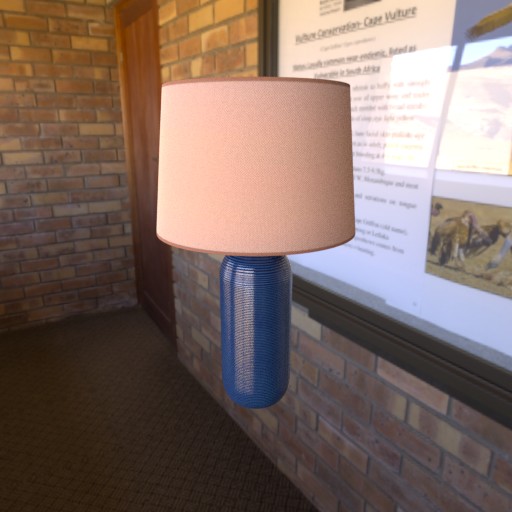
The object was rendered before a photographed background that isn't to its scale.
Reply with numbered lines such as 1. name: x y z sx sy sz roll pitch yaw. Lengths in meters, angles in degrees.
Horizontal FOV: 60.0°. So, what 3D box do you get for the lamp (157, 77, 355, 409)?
1. lamp: 0.000 0.000 0.851 0.367 0.609 0.367 0 16 0
